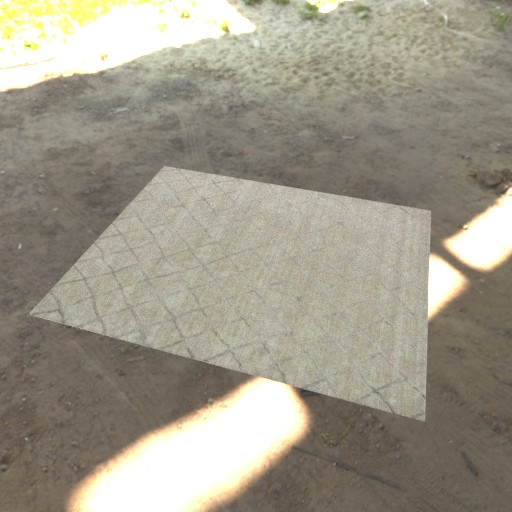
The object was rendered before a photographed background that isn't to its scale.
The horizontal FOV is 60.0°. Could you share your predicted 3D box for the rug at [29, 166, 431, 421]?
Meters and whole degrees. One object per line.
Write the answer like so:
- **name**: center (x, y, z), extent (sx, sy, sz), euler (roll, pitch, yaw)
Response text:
- **rug**: center (0.000, 0.000, 4.063), extent (3.038, 0.019, 2.420), euler (12, 43, 13)
